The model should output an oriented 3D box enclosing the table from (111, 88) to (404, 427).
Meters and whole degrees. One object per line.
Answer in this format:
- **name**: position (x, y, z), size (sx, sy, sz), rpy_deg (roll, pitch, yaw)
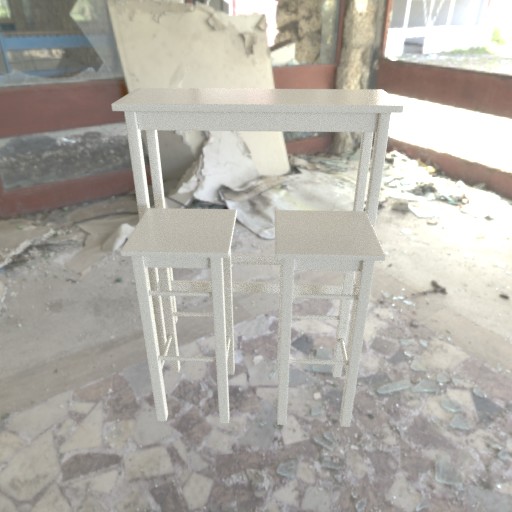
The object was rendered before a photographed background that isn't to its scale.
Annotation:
- **table**: position (0.000, 0.000, 1.631), size (0.915, 1.065, 0.650), rpy_deg (1, 30, 2)
